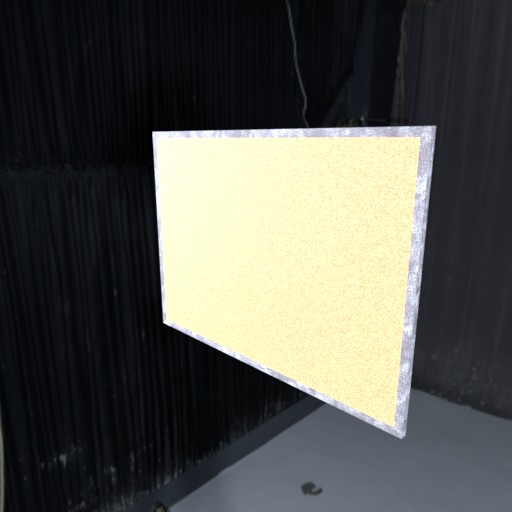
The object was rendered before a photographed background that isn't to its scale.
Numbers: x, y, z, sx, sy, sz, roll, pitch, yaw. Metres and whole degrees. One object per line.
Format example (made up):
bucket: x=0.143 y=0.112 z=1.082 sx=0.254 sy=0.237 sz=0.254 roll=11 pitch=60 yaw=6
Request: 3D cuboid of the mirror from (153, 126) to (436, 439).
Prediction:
mirror: x=0.000 y=0.000 z=1.451 sx=1.101 sy=0.795 sz=0.022 roll=14 pitch=20 yaw=43
